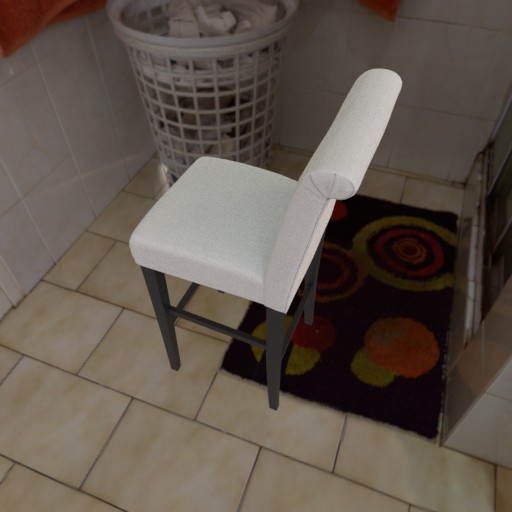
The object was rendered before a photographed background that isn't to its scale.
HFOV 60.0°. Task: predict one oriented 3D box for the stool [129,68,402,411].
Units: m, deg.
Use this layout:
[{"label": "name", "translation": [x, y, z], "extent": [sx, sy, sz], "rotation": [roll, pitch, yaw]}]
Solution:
[{"label": "stool", "translation": [0.000, 0.000, 1.416], "extent": [0.597, 1.124, 0.452], "rotation": [18, 50, 15]}]
